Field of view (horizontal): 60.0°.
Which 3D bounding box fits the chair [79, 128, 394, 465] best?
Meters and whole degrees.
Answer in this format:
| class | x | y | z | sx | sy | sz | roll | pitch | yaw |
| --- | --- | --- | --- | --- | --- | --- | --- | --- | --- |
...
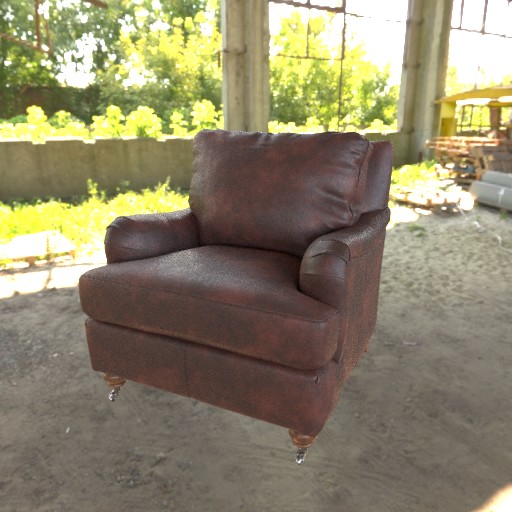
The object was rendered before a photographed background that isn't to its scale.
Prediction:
| class | x | y | z | sx | sy | sz | roll | pitch | yaw |
| --- | --- | --- | --- | --- | --- | --- | --- | --- | --- |
| chair | 0.000 | 0.000 | 1.907 | 0.987 | 1.051 | 1.156 | 8 | 18 | 25 |
